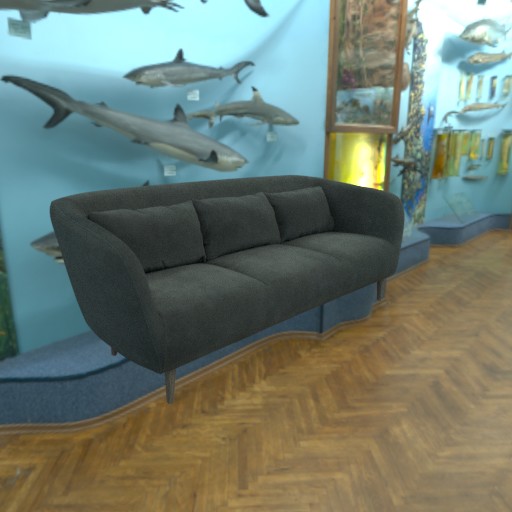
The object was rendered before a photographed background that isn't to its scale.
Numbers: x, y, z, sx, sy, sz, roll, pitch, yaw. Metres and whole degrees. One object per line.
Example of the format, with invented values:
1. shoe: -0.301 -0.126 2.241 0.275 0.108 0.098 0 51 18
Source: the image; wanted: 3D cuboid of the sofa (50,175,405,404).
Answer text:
1. sofa: 0.000 0.000 2.740 0.956 0.875 2.296 14 20 43
